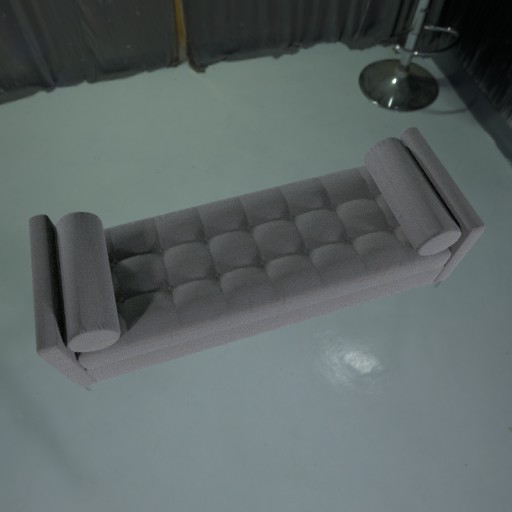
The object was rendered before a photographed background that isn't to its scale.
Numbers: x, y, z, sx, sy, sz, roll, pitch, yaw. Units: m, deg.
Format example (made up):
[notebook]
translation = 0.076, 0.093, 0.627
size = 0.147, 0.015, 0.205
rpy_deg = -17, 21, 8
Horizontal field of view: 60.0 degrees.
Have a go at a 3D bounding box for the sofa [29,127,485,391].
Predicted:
[sofa]
translation = 0.000, 0.000, 2.270
size = 1.981, 0.635, 0.686
rpy_deg = -15, 60, -9
